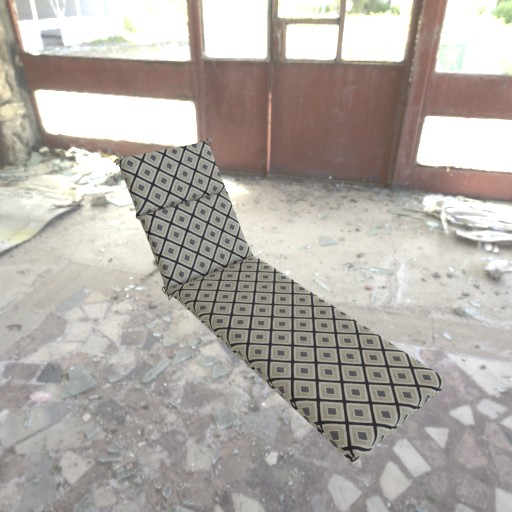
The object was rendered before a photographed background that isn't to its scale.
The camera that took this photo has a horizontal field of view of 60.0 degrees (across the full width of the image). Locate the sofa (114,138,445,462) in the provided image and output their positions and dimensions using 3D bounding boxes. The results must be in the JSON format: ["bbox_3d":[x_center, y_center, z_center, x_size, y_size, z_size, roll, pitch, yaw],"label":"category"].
[{"bbox_3d":[0.000,0.000,1.958,0.582,0.622,1.663,-22,37,-32],"label":"sofa"}]
